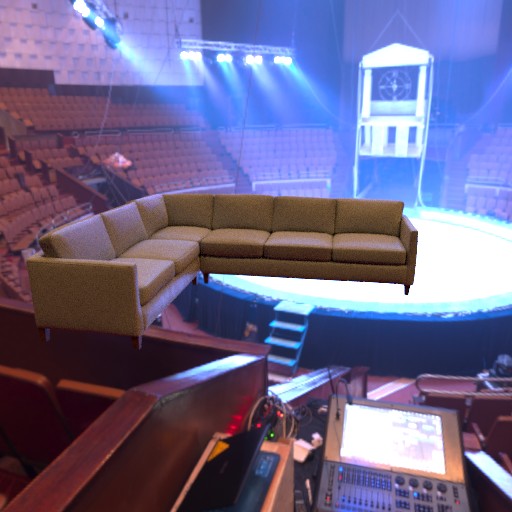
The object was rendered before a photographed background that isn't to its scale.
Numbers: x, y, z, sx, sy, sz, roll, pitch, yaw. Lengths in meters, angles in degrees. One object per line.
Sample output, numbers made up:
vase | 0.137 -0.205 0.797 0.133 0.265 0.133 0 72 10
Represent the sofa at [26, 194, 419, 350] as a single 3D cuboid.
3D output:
sofa | 0.000 0.000 4.495 3.301 0.947 2.592 3 16 9
